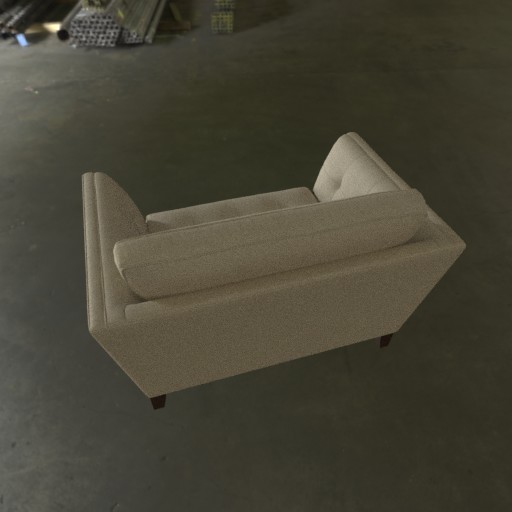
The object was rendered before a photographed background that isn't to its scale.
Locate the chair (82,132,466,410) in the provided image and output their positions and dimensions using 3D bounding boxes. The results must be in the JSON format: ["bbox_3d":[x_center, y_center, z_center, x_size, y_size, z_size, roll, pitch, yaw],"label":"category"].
[{"bbox_3d":[0.000,0.000,2.072,1.397,0.940,0.965,-12,44,-13],"label":"chair"}]
